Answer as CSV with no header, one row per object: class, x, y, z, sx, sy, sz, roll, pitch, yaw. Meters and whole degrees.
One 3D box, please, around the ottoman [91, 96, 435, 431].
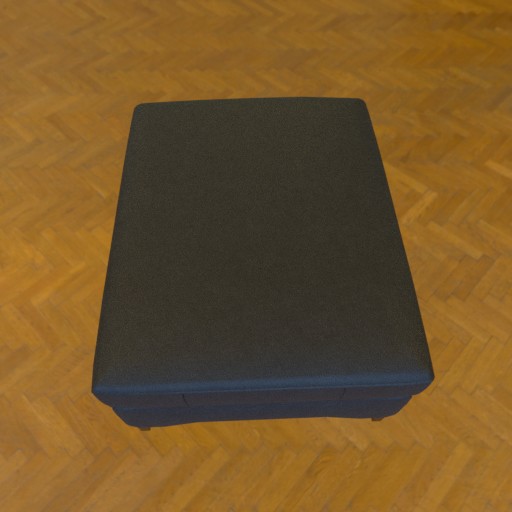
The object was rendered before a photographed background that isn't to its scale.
ottoman,0.000,0.000,1.734,0.967,0.696,1.187,-2,58,-1
